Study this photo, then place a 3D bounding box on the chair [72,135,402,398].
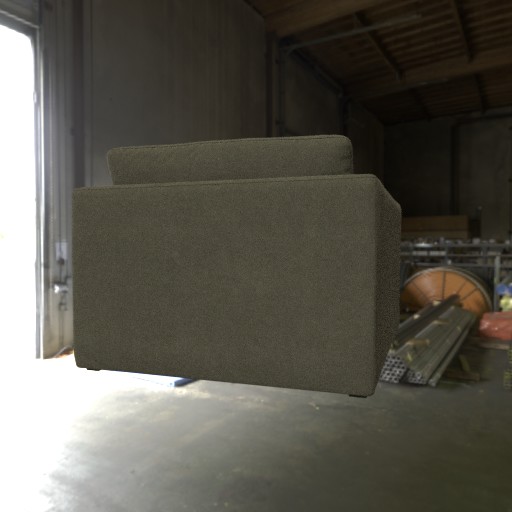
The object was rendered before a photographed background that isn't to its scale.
[{"bbox_3d":[0.000,0.000,1.903,1.190,0.845,1.091,0,1,17],"label":"chair"}]
